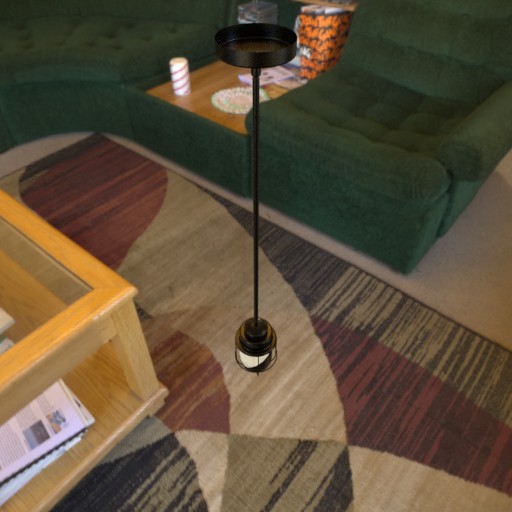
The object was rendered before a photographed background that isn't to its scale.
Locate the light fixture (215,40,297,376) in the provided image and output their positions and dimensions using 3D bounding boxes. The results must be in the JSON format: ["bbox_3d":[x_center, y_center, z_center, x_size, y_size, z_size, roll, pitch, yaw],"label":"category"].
[{"bbox_3d":[0.000,0.000,0.983,0.123,0.920,0.123,16,47,15],"label":"light fixture"}]
